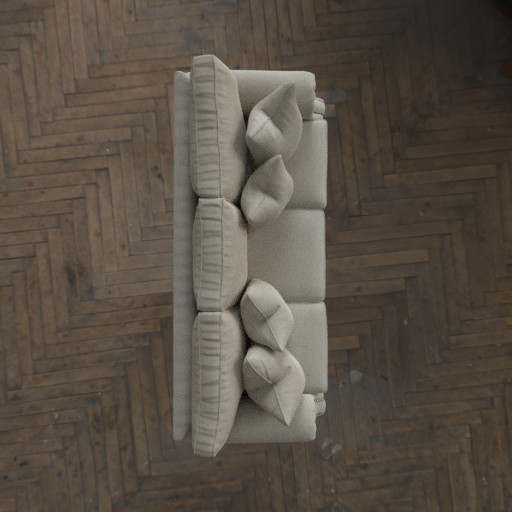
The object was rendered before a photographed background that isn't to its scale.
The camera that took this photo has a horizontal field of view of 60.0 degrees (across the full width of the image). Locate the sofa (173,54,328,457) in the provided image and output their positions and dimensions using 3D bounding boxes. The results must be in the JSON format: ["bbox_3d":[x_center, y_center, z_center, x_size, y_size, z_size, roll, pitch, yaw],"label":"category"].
[{"bbox_3d":[0.000,0.000,2.844,0.965,0.975,2.312,0,89,-1],"label":"sofa"}]
